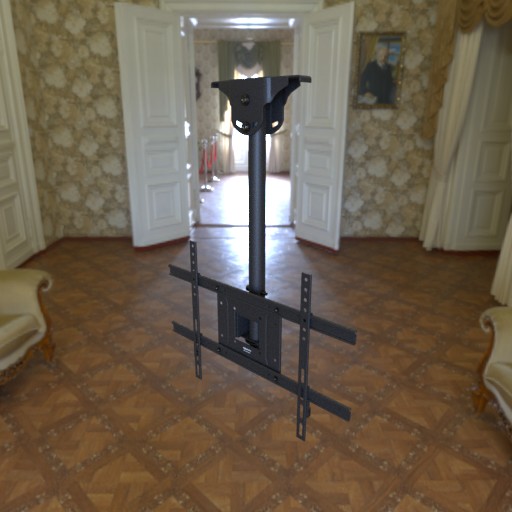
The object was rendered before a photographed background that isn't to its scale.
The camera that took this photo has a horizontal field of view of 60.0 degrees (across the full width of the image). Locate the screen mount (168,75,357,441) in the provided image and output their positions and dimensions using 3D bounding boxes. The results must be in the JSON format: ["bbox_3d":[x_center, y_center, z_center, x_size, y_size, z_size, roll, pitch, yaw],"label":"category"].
[{"bbox_3d":[0.000,0.000,1.042,0.595,0.775,0.090,16,23,41],"label":"screen mount"}]
